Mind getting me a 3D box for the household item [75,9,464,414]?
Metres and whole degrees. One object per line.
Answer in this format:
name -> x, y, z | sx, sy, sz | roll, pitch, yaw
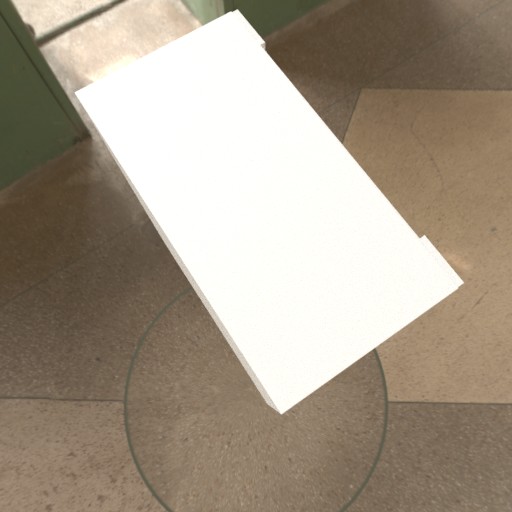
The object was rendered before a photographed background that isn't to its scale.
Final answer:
household item -> 0.000, 0.000, 1.378 | 0.420, 1.010, 0.790 | -32, 75, -10
